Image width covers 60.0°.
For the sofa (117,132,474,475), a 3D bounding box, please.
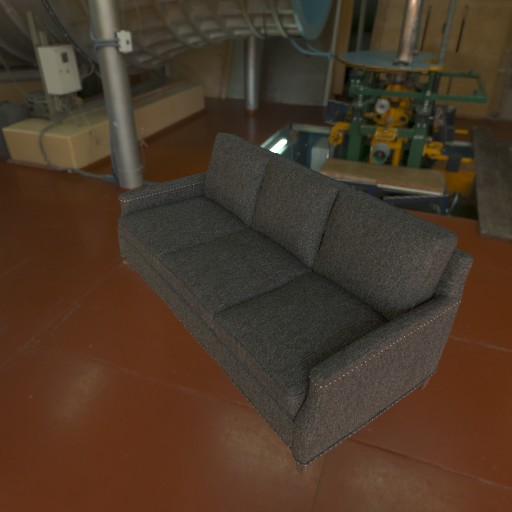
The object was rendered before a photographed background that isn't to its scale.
[{"bbox_3d":[0.000,0.000,2.810,1.084,1.003,2.246,-20,37,-29],"label":"sofa"}]
